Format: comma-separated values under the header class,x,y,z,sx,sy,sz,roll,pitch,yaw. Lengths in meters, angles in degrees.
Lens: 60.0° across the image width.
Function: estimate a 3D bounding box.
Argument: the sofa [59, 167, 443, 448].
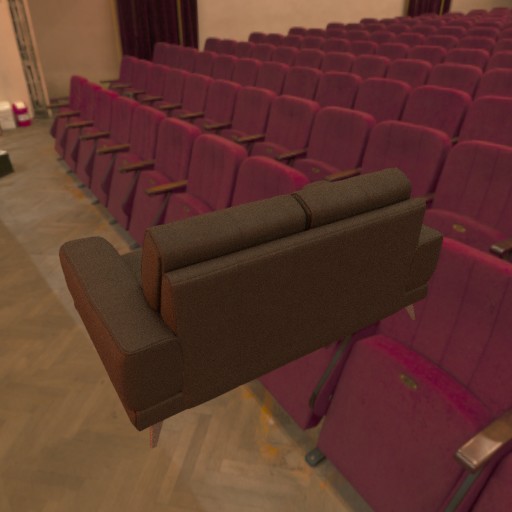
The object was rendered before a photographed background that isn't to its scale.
class,x,y,z,sx,sy,sz,roll,pitch,yaw
sofa,0.000,0.000,2.355,1.806,0.907,1.018,-18,34,-28
